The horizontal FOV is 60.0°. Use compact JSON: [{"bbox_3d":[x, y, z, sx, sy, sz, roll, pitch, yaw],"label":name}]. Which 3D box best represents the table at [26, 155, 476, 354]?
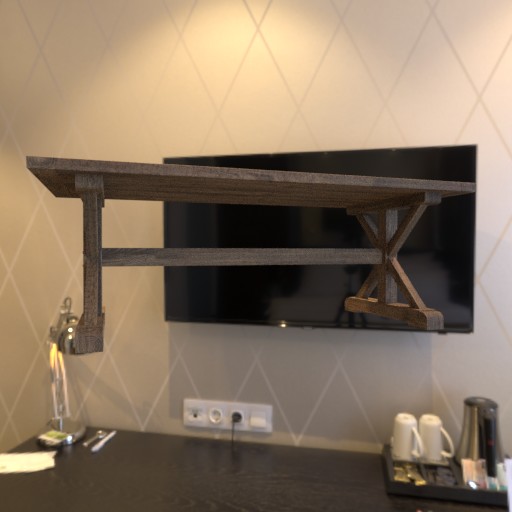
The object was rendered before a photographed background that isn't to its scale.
[{"bbox_3d":[0.000,0.000,2.339,2.031,0.733,0.907,0,1,-18],"label":"table"}]
